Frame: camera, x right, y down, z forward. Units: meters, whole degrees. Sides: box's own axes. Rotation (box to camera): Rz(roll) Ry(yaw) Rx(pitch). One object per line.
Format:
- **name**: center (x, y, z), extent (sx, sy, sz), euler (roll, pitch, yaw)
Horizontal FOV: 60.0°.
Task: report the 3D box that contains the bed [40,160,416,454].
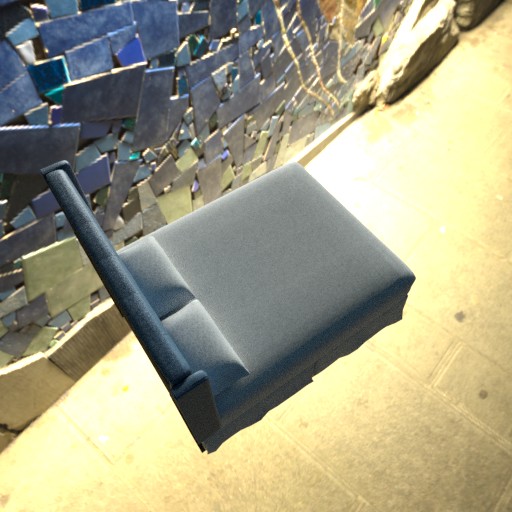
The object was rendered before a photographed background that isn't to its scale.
- **bed**: center (0.000, 0.000, 3.330), extent (2.078, 1.665, 1.719), euler (-30, 61, -19)
